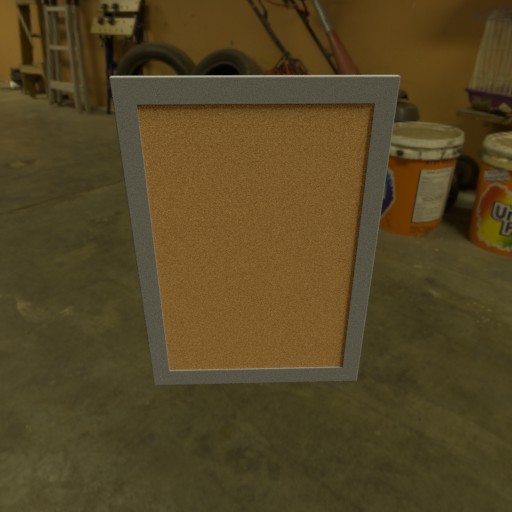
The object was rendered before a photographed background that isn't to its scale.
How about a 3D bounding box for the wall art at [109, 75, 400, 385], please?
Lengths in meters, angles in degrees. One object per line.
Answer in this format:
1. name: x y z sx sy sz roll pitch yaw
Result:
1. wall art: 0.000 0.000 0.698 0.374 0.529 0.012 -1 28 -2
